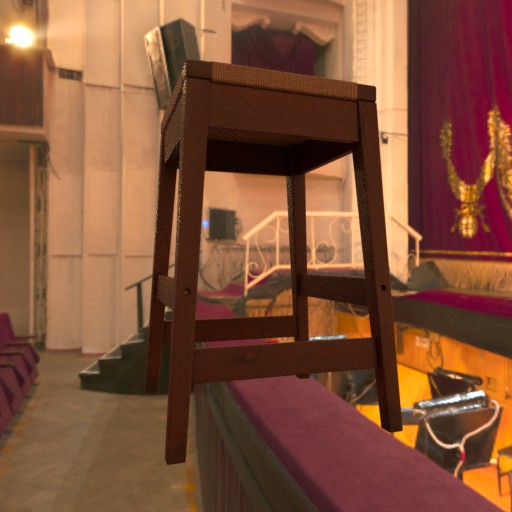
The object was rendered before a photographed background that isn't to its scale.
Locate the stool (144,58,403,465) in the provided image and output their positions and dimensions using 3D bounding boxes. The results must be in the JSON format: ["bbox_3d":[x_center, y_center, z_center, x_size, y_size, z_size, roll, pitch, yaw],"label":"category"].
[{"bbox_3d":[0.000,0.000,1.119,0.507,0.762,0.497,0,-1,-19],"label":"stool"}]
